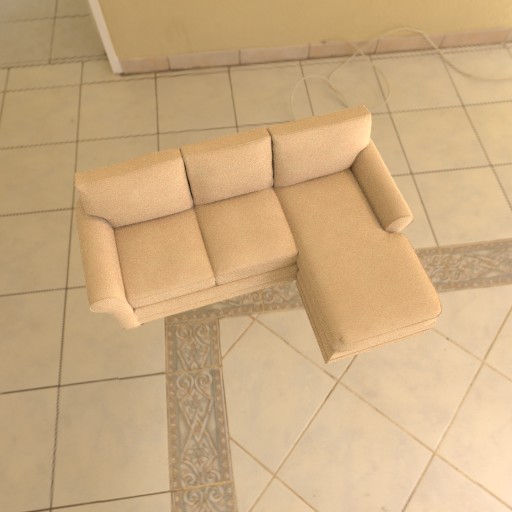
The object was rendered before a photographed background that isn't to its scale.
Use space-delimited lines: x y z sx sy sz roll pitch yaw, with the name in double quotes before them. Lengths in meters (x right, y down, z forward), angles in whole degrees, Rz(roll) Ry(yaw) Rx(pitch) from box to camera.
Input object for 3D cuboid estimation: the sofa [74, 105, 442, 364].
"sofa" 0.000 0.000 2.396 1.770 0.734 1.226 -15 64 -8
